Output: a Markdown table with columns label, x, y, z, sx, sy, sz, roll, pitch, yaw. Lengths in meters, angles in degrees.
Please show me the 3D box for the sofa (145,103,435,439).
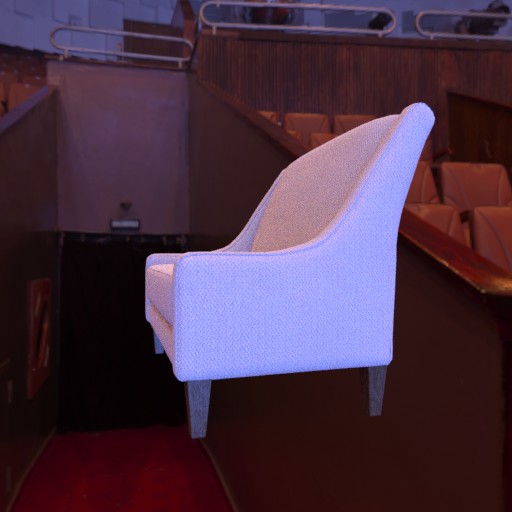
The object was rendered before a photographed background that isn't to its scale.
| label | x | y | z | sx | sy | sz | roll | pitch | yaw |
| --- | --- | --- | --- | --- | --- | --- | --- | --- | --- |
| sofa | 0.000 | 0.000 | 1.908 | 0.870 | 1.022 | 1.242 | 0 | 0 | -18 |
